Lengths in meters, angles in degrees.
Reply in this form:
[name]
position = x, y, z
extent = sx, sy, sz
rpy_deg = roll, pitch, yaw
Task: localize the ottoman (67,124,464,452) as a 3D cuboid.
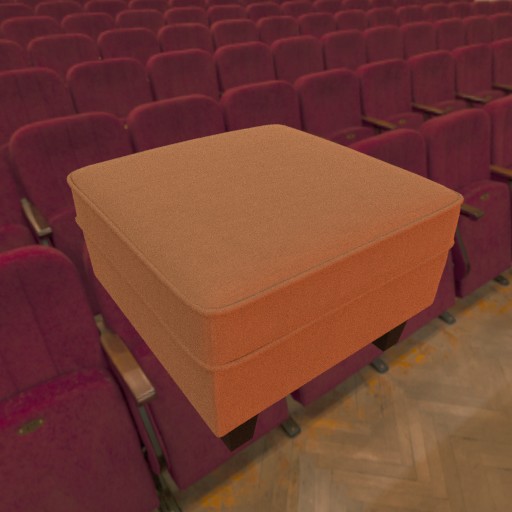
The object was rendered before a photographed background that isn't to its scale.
[ottoman]
position = 0.000, 0.000, 1.009
extent = 0.616, 0.438, 0.613
rpy_deg = -22, 39, -30
